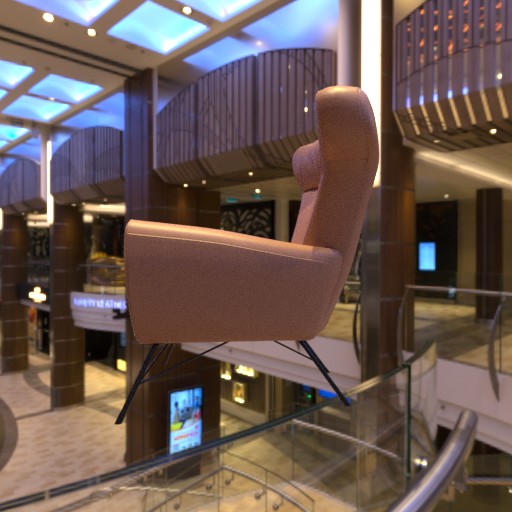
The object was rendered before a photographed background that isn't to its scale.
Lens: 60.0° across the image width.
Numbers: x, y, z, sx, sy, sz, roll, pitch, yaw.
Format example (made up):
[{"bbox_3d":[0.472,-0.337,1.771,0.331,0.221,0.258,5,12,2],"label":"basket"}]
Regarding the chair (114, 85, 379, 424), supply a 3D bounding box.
[{"bbox_3d":[0.000,0.000,1.775,0.900,1.050,0.980,0,1,-1],"label":"chair"}]
